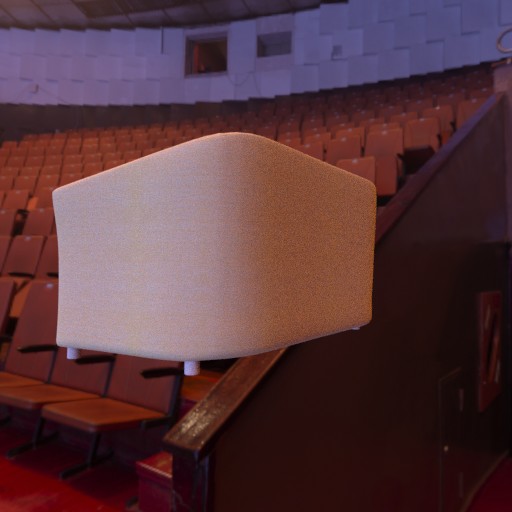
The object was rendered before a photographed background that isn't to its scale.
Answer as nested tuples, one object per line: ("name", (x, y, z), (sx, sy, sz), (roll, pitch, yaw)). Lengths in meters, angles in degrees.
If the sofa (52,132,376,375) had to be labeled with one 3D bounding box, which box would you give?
("sofa", (0.000, 0.000, 1.903), (0.705, 0.721, 1.452), (-1, -2, 36))
